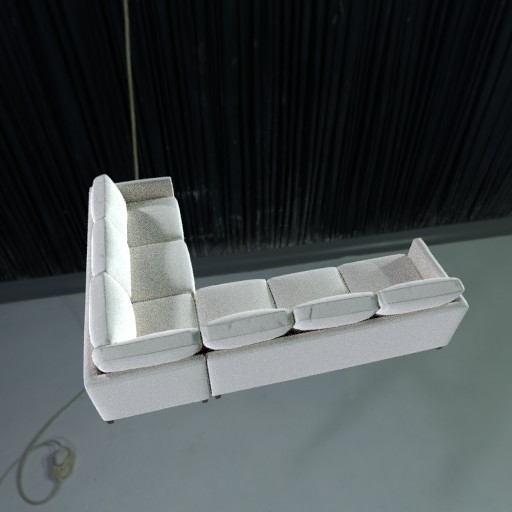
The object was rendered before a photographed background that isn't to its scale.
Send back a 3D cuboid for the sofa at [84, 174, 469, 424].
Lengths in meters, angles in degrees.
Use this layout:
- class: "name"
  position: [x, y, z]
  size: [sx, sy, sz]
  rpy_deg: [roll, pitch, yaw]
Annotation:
- class: "sofa"
  position: [0.000, 0.000, 4.620]
  size: [3.302, 0.947, 2.593]
  rpy_deg: [-10, 47, -9]
